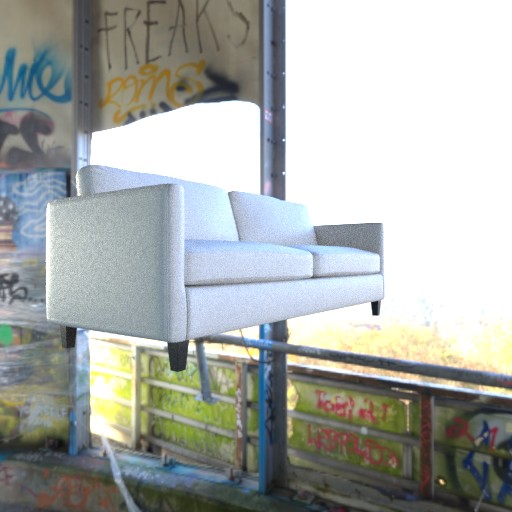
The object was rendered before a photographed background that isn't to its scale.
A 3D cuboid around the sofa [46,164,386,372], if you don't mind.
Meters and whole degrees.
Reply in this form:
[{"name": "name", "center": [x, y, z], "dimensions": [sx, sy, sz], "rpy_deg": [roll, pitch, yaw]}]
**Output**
[{"name": "sofa", "center": [0.000, 0.000, 2.976], "dimensions": [0.948, 0.965, 2.434], "rpy_deg": [0, -1, 36]}]
